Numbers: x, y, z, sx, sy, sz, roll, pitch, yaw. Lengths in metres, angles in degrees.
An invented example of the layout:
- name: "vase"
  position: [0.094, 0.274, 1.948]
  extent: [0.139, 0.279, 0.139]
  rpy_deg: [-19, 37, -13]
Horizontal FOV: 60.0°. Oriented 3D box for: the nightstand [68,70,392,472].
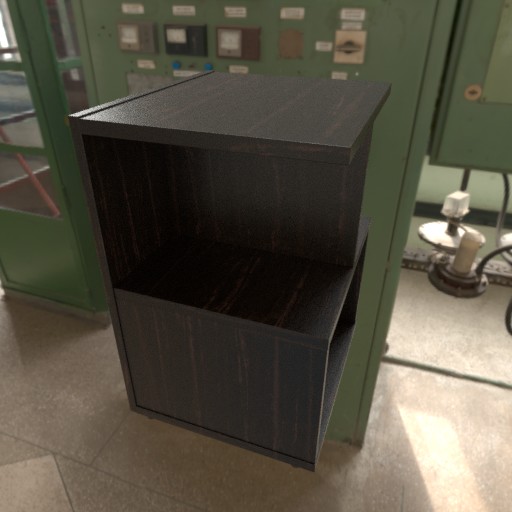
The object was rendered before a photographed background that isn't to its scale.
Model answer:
- name: "nightstand"
  position: [0.000, 0.000, 0.806]
  extent: [0.356, 0.559, 0.400]
  rpy_deg: [11, 33, 18]
